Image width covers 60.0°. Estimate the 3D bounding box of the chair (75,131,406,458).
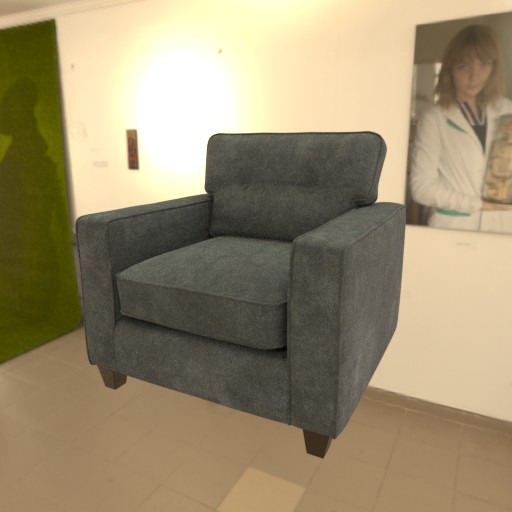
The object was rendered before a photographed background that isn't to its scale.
[{"bbox_3d":[0.000,0.000,1.768,1.015,0.965,0.939,7,16,26],"label":"chair"}]
